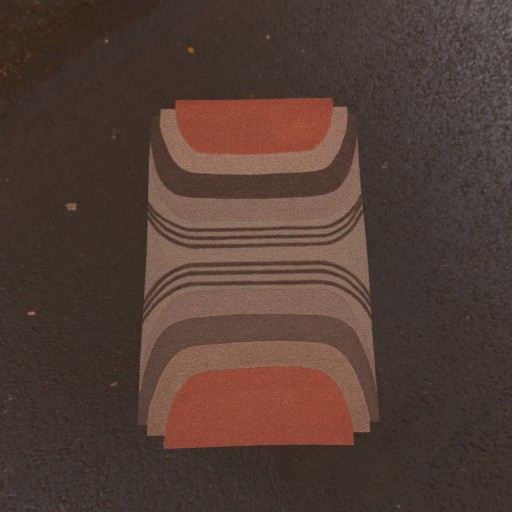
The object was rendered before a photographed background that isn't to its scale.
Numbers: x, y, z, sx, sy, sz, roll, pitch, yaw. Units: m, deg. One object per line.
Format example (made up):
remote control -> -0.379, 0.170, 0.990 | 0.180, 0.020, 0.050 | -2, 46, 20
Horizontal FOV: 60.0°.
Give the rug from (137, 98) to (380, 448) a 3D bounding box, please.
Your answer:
rug -> 0.000, 0.000, 3.048 | 1.530, 0.017, 2.446 | -1, 76, 0
